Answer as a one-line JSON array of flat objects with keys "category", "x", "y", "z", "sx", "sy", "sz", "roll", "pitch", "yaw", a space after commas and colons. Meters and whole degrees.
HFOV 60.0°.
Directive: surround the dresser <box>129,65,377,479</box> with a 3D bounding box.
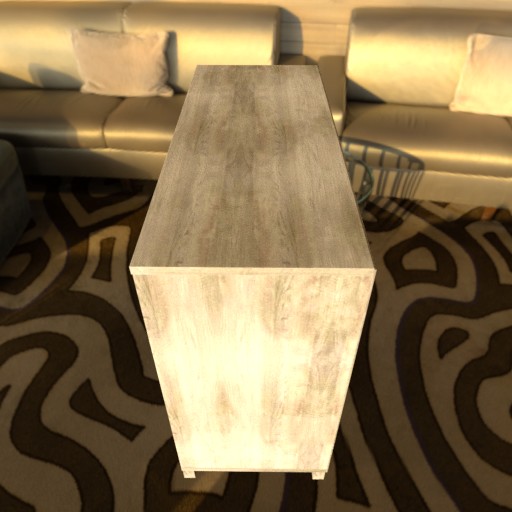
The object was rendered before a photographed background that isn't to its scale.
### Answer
[{"category": "dresser", "x": 0.000, "y": 0.000, "z": 1.364, "sx": 0.404, "sy": 0.816, "sz": 0.994, "roll": 0, "pitch": 41, "yaw": 0}]
